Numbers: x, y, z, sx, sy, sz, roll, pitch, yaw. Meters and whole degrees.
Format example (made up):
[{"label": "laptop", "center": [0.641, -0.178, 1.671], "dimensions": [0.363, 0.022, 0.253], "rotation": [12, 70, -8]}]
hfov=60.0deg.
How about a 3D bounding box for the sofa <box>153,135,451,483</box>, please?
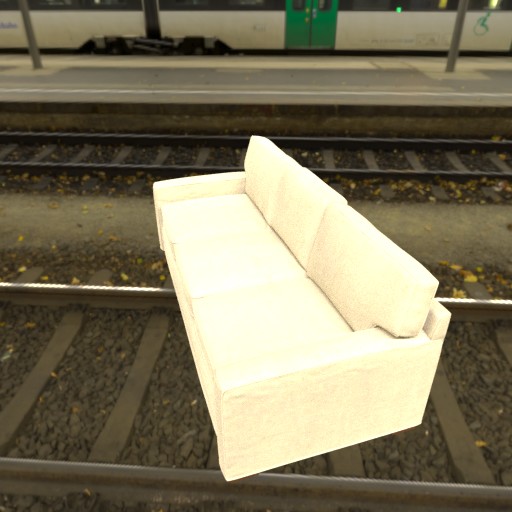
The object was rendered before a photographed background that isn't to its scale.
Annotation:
[{"label": "sofa", "center": [0.000, 0.000, 2.561], "dimensions": [0.936, 0.862, 2.093], "rotation": [-9, 32, -15]}]
